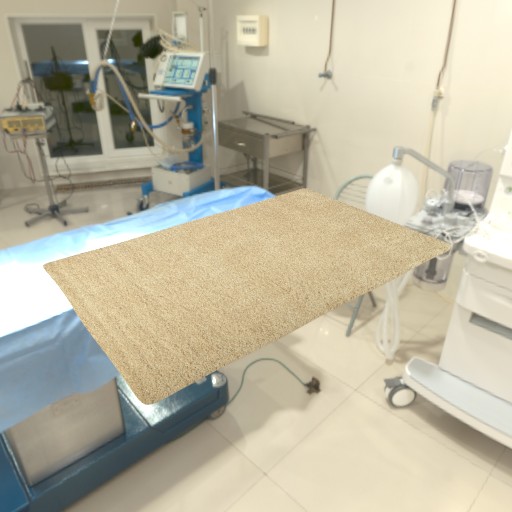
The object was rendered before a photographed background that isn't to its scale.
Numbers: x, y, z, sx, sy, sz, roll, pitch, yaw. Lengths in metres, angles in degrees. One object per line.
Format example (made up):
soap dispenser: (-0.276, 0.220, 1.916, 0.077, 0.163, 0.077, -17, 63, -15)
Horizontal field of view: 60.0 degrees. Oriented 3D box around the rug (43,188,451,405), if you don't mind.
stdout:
rug: (0.000, 0.000, 2.986, 2.349, 0.025, 1.500, -20, 35, -33)
